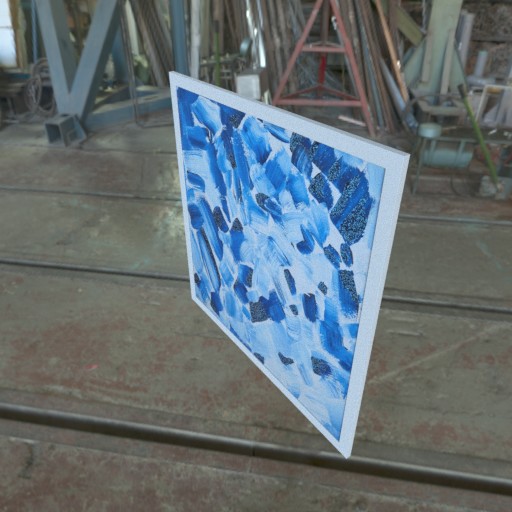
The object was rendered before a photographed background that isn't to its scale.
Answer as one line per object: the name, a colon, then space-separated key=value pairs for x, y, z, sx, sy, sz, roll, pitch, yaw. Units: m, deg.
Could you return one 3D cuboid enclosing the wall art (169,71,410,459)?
wall art: x=0.000 y=0.000 z=1.197 sx=0.015 sy=0.812 sz=0.812 roll=-22 pitch=39 yaw=-29
